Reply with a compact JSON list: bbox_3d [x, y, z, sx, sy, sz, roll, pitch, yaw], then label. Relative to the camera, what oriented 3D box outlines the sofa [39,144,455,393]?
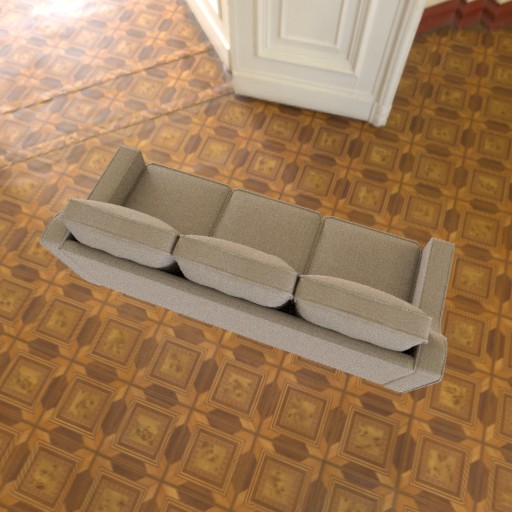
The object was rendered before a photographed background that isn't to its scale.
[{"bbox_3d":[0.000,0.000,2.627,2.129,0.950,0.899,18,65,9],"label":"sofa"}]
